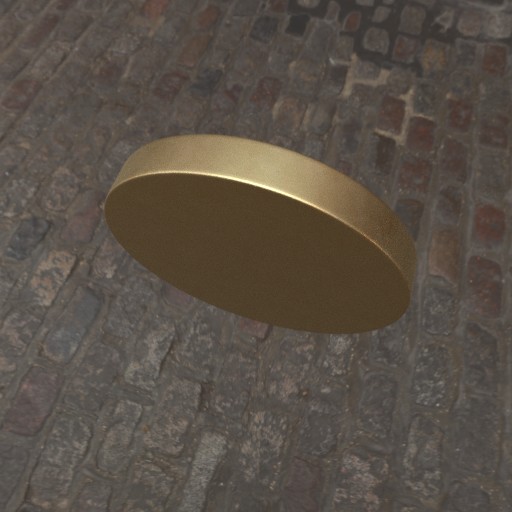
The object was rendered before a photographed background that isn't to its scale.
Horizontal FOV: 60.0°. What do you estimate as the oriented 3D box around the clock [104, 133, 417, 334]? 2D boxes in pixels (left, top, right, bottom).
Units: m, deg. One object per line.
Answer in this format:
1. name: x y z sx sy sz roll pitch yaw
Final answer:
1. clock: 0.000 0.000 0.462 0.314 0.314 0.040 16 65 8
